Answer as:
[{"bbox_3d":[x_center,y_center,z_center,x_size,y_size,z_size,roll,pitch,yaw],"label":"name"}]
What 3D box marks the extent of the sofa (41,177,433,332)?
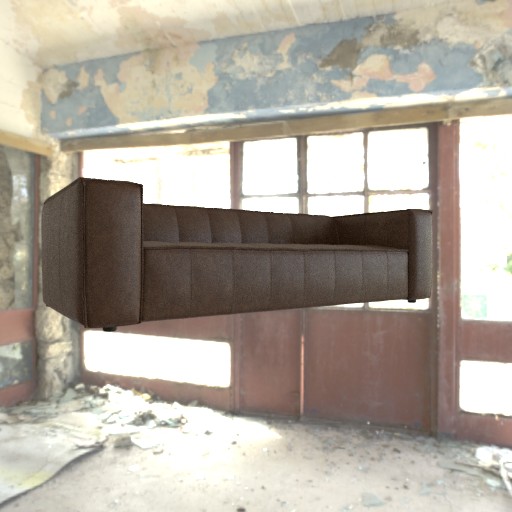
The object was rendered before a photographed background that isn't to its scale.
[{"bbox_3d":[0.000,0.000,3.053,2.581,0.701,1.102,0,0,-34],"label":"sofa"}]
